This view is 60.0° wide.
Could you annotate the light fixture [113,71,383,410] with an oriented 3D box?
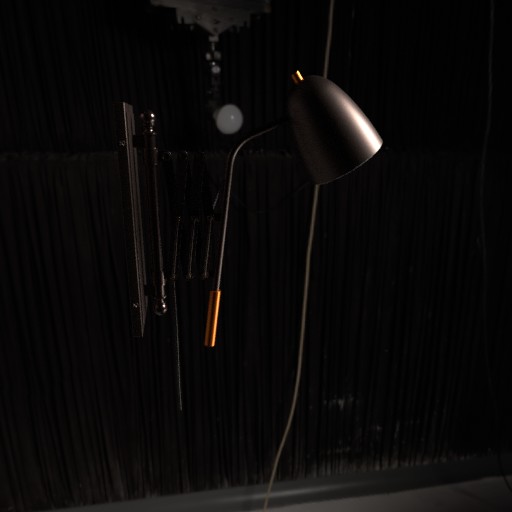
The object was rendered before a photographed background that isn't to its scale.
[{"bbox_3d":[0.000,0.000,0.918,0.499,0.715,0.162,-3,17,-10],"label":"light fixture"}]
